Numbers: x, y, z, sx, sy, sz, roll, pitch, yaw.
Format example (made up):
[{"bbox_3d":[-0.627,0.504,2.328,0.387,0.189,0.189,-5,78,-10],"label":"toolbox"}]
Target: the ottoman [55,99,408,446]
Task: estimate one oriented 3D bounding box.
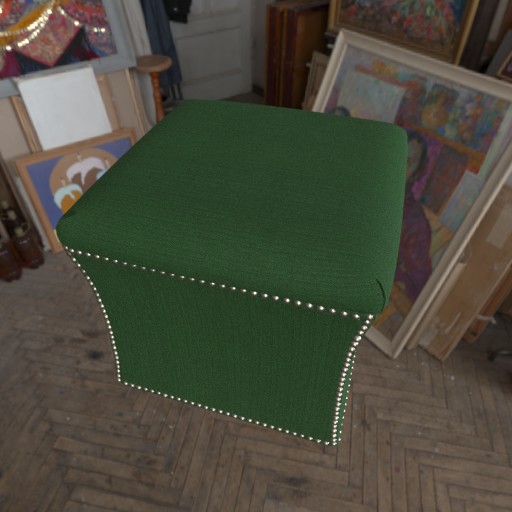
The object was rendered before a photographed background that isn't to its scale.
[{"bbox_3d":[0.000,0.000,0.902,0.507,0.475,0.497,12,43,13],"label":"ottoman"}]
